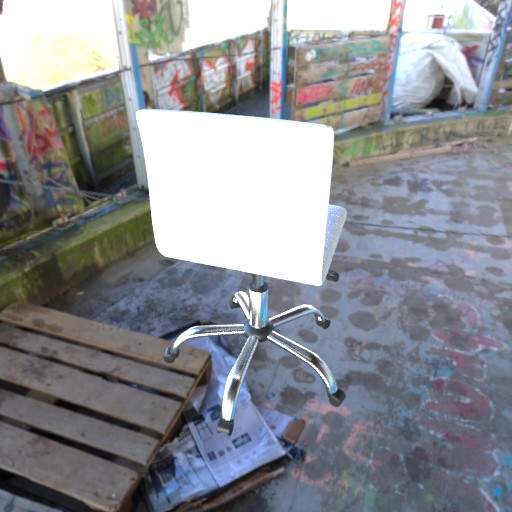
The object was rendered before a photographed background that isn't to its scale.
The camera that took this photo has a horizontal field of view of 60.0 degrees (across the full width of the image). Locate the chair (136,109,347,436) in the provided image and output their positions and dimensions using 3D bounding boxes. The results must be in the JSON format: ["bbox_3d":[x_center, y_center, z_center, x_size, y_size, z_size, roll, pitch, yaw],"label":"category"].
[{"bbox_3d":[0.000,0.000,1.137,0.556,0.780,0.530,10,33,16],"label":"chair"}]
